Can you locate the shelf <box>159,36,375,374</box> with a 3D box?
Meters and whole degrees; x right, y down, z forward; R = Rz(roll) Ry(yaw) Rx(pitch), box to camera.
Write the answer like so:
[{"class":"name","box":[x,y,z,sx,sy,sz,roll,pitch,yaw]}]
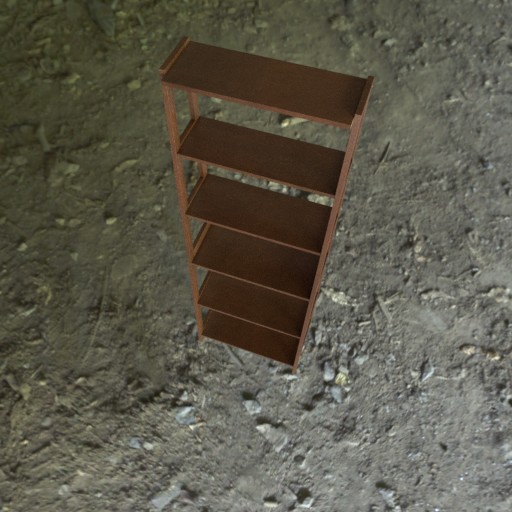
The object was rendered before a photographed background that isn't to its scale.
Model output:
[{"class":"shelf","box":[0.000,0.000,2.153,0.660,1.892,0.382,17,59,10]}]
